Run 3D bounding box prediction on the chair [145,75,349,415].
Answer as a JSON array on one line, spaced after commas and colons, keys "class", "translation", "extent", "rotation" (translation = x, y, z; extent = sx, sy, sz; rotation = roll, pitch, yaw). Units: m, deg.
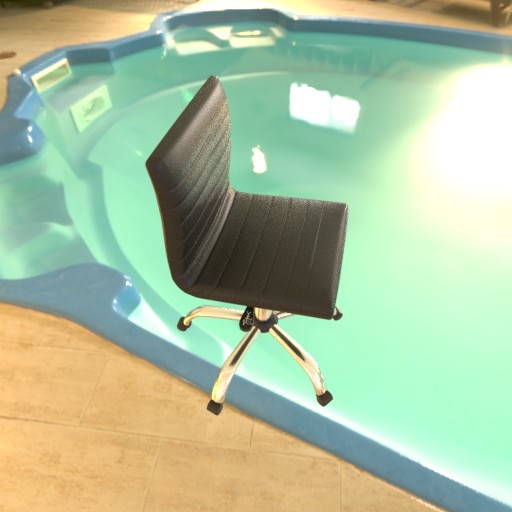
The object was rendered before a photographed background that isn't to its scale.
[{"class": "chair", "translation": [0.000, 0.000, 1.166], "extent": [0.530, 0.780, 0.556], "rotation": [9, 45, 9]}]
